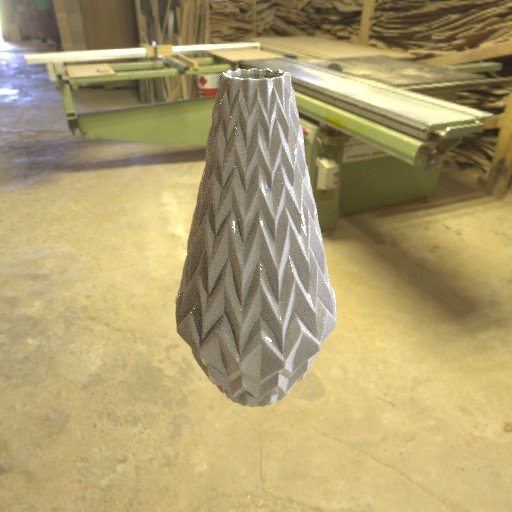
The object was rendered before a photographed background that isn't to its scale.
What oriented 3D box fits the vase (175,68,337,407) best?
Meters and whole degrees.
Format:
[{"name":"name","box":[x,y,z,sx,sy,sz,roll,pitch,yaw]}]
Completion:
[{"name":"vase","box":[0.000,0.000,0.426,0.167,0.328,0.167,0,31,0]}]
